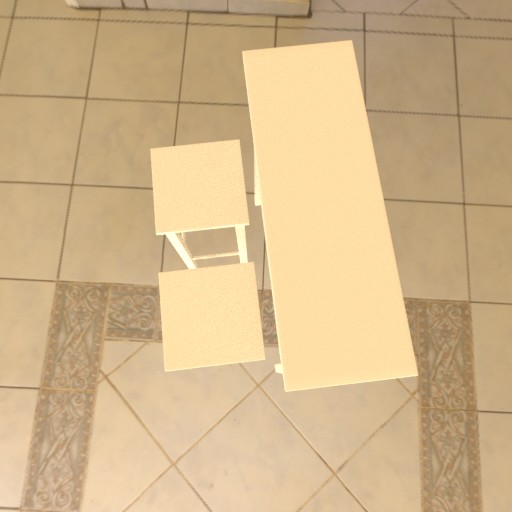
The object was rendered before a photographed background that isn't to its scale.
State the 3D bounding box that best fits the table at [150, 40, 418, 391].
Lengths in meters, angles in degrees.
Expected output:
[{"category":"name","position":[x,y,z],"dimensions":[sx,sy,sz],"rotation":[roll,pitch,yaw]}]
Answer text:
[{"category":"table","position":[0.000,0.000,1.640],"dimensions":[0.650,1.065,0.915],"rotation":[-6,76,-2]}]
